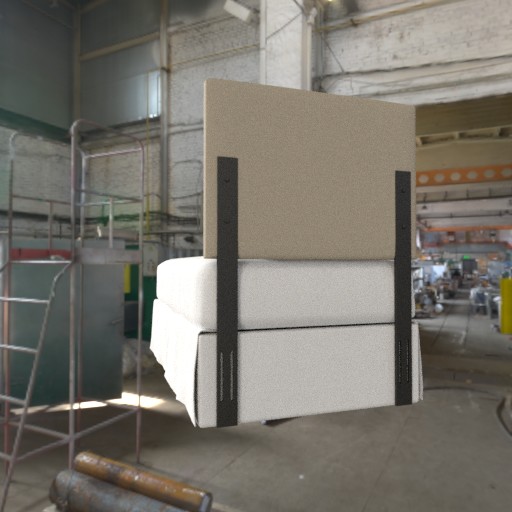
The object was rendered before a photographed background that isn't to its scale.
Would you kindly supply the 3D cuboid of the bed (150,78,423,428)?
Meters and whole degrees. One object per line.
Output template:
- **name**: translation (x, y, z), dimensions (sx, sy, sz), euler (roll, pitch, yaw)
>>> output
- **bed**: translation (0.000, 0.000, 3.075), dimensions (1.261, 1.571, 1.997), euler (0, -1, -19)
